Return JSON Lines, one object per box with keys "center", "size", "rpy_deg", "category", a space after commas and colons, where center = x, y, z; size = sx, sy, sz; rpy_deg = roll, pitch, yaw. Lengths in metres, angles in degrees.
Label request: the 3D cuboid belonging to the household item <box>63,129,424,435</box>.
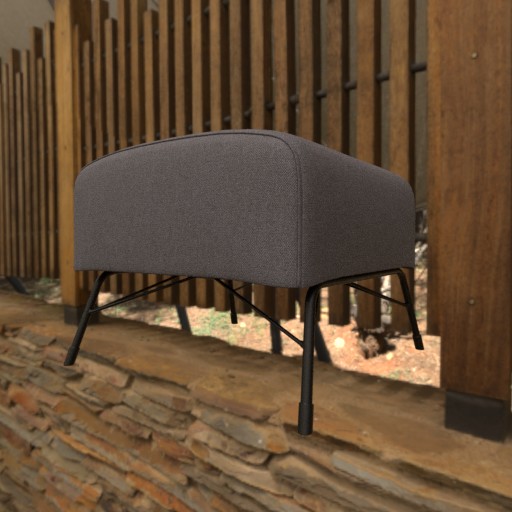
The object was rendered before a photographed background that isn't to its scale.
{"center": [0.000, 0.000, 0.896], "size": [0.530, 0.410, 0.530], "rpy_deg": [1, 3, 35], "category": "household item"}
